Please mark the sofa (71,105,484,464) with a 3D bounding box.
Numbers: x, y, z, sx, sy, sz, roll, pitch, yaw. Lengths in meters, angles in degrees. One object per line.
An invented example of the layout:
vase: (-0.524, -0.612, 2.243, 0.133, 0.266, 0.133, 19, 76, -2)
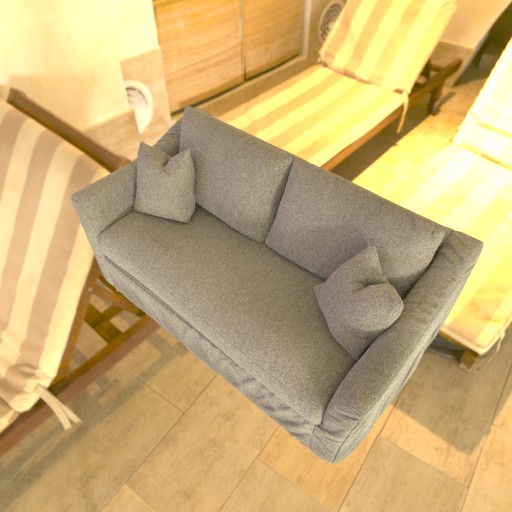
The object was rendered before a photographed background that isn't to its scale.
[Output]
sofa: (0.000, 0.000, 2.537, 2.010, 1.018, 1.072, 32, 54, 27)
